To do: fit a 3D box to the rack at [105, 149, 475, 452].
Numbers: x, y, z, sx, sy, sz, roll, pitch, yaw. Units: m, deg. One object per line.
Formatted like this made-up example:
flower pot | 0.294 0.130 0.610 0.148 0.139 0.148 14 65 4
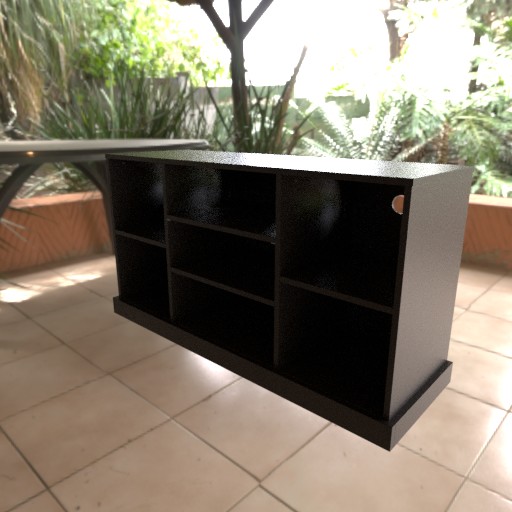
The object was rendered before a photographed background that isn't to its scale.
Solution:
rack | 0.000 0.000 1.482 1.206 0.635 0.399 14 22 40
